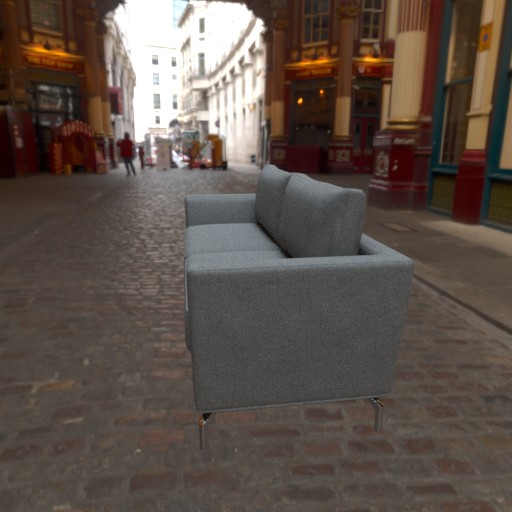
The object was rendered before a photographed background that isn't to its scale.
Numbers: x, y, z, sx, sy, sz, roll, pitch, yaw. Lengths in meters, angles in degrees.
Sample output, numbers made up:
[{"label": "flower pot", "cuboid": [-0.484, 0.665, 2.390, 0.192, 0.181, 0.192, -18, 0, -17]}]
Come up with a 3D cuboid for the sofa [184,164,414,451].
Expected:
[{"label": "sofa", "cuboid": [0.000, 0.000, 2.697, 0.869, 1.002, 2.212, -2, 15, -9]}]
